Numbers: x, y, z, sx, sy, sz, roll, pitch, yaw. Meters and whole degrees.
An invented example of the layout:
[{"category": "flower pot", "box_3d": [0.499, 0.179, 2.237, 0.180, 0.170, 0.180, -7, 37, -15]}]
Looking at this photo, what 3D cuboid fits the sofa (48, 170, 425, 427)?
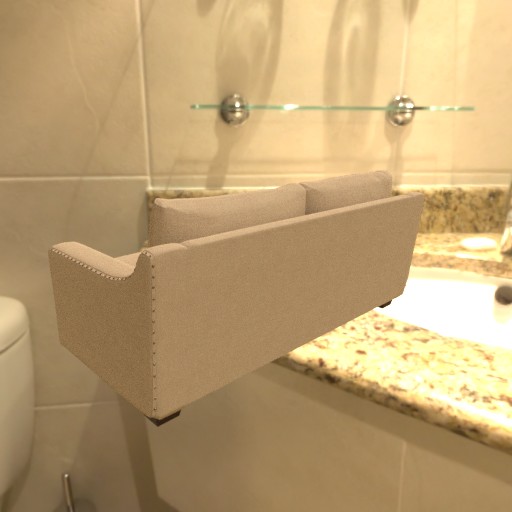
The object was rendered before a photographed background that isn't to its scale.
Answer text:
[{"category": "sofa", "box_3d": [0.000, 0.000, 2.740, 2.107, 0.983, 1.104, -15, 22, -42]}]
